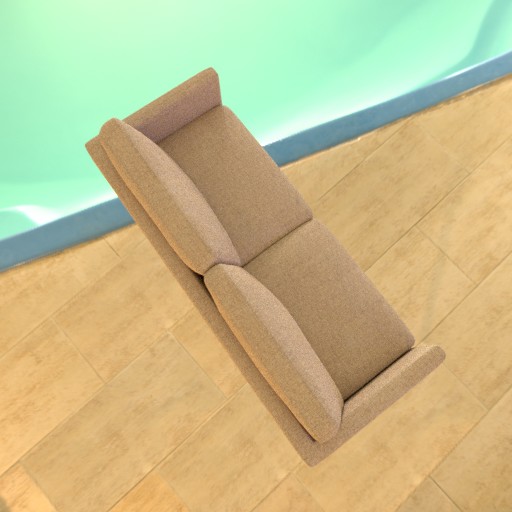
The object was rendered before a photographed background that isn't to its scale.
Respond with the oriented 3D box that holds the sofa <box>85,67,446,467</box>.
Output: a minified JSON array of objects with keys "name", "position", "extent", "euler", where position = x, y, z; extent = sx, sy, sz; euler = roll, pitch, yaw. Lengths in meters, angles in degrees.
[{"name":"sofa","position":[0.000,0.000,2.720],"extent":[0.951,0.965,2.208],"euler":[-35,78,-8]}]
